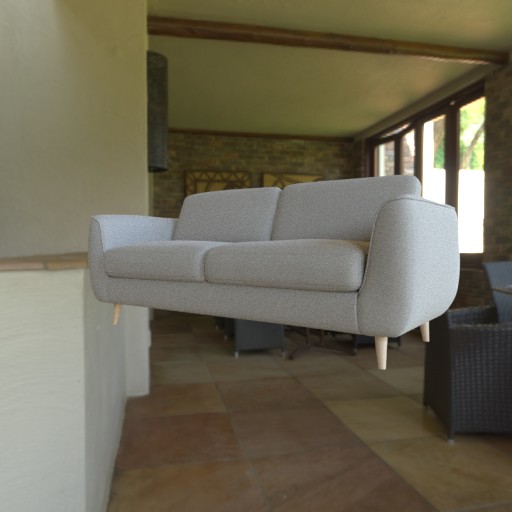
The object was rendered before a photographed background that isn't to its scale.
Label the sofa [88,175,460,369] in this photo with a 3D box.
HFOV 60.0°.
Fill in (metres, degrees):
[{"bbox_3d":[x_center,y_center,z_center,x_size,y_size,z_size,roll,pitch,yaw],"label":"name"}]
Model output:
[{"bbox_3d":[0.000,0.000,2.478,2.000,0.850,0.920,1,2,36],"label":"sofa"}]
